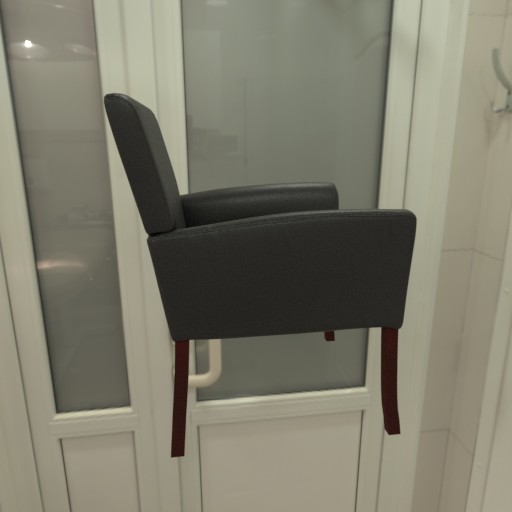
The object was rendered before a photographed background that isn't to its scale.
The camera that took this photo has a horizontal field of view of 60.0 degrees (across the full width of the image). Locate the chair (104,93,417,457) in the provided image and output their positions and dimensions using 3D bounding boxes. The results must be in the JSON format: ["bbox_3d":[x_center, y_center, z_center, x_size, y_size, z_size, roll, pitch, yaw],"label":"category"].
[{"bbox_3d":[0.000,0.000,1.444,0.772,0.951,0.683,-2,16,-8],"label":"chair"}]
